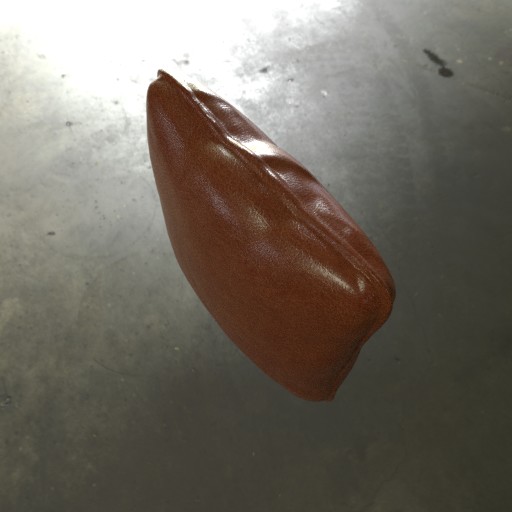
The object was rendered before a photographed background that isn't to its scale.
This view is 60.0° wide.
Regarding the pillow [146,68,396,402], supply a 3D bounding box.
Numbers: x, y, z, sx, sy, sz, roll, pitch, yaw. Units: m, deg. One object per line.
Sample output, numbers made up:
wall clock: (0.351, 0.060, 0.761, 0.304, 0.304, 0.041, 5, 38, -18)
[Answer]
pillow: (0.000, 0.000, 0.814, 0.236, 0.523, 0.532, -33, 64, -18)
